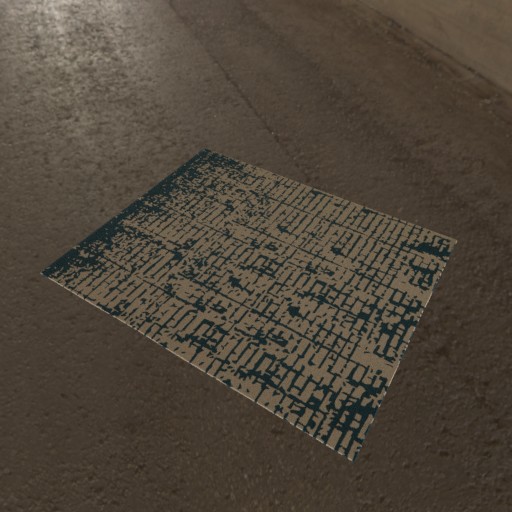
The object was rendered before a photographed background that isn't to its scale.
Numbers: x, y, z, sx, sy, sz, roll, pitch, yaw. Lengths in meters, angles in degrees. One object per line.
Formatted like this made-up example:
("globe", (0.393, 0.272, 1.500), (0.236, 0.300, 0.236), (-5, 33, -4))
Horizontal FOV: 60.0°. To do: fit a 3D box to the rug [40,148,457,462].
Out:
("rug", (0.000, 0.000, 4.085), (3.017, 0.014, 2.416), (24, 50, 22))
